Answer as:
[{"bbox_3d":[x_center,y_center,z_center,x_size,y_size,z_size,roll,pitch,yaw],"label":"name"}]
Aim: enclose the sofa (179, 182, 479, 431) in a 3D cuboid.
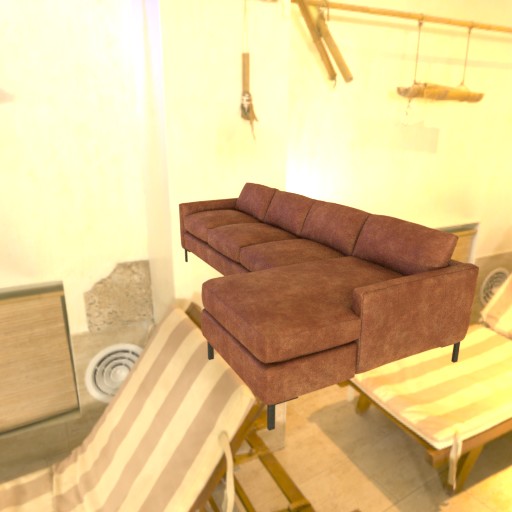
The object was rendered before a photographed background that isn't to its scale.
[{"bbox_3d":[0.000,0.000,3.642,1.471,0.859,2.993,-9,19,-27],"label":"sofa"}]
